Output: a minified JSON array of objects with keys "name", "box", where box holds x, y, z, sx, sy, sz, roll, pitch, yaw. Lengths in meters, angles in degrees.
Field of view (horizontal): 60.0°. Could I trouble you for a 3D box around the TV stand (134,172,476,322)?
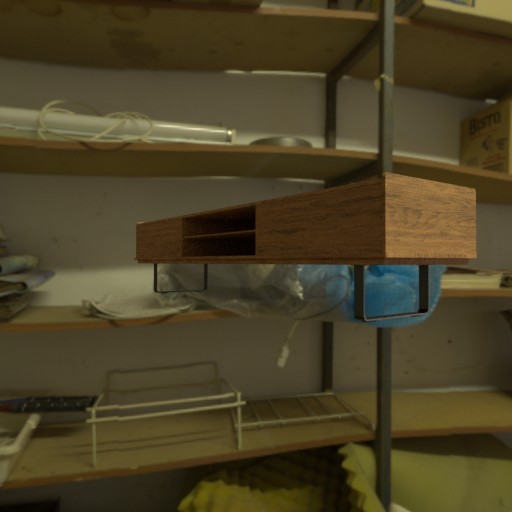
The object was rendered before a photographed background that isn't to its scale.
[{"name":"TV stand","box":[0.000,0.000,2.020,0.467,0.415,1.796,1,-1,-36]}]
